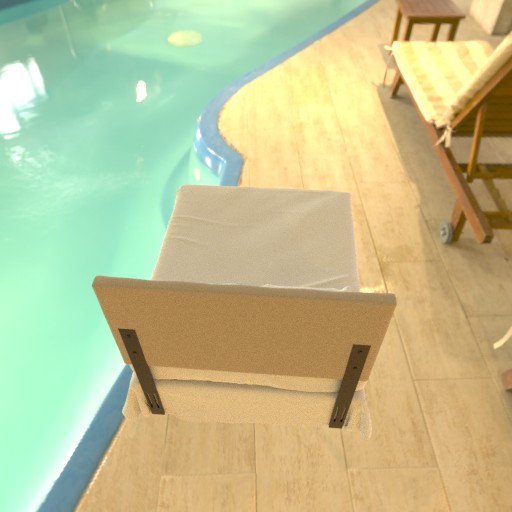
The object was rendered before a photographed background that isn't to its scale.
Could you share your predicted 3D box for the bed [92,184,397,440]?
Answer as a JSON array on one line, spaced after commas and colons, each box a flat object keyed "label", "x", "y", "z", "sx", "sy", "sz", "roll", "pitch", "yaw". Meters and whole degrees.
[{"label": "bed", "x": 0.000, "y": 0.000, "z": 3.590, "sx": 1.936, "sy": 1.577, "sz": 2.222, "roll": 3, "pitch": 47, "yaw": 3}]
